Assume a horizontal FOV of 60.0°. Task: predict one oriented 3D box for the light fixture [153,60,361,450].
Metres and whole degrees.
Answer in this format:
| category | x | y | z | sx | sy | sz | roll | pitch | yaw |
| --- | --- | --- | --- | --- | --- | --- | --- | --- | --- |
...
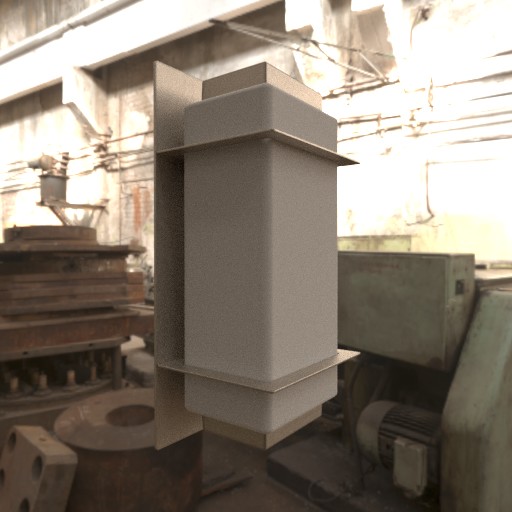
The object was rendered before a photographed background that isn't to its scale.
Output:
| category | x | y | z | sx | sy | sz | roll | pitch | yaw |
| --- | --- | --- | --- | --- | --- | --- | --- | --- | --- |
| light fixture | 0.000 | 0.000 | 0.463 | 0.160 | 0.380 | 0.168 | 1 | 1 | 37 |
